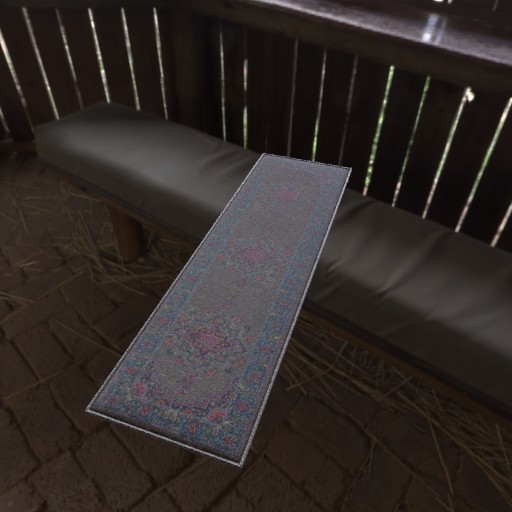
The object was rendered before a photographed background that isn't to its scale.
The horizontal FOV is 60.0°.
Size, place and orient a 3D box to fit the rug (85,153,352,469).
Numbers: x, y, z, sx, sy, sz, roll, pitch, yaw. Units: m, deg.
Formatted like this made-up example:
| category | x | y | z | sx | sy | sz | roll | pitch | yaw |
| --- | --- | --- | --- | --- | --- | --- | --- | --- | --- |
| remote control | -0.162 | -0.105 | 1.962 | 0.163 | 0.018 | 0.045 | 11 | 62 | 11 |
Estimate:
| category | x | y | z | sx | sy | sz | roll | pitch | yaw |
| --- | --- | --- | --- | --- | --- | --- | --- | --- | --- |
| rug | 0.000 | 0.000 | 2.030 | 0.553 | 0.012 | 1.827 | 13 | 43 | 14 |
